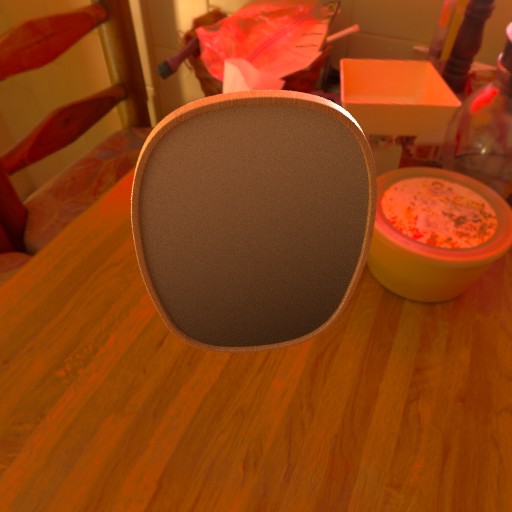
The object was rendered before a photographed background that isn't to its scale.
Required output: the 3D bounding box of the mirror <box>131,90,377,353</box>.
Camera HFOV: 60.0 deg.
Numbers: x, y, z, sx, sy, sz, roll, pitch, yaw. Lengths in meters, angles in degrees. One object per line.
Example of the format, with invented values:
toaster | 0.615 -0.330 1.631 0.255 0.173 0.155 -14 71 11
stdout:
mirror | 0.000 0.000 1.405 0.724 1.075 0.037 -4 46 -4
